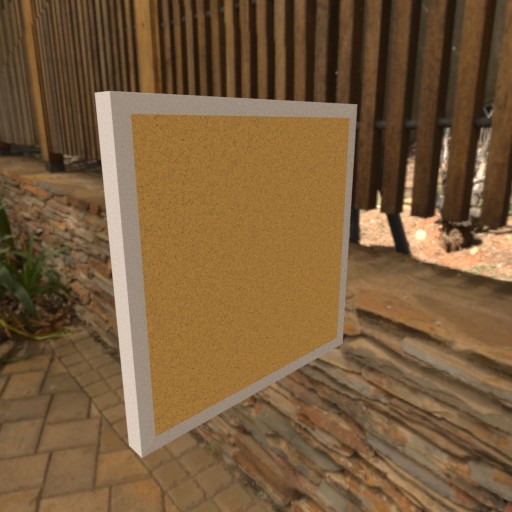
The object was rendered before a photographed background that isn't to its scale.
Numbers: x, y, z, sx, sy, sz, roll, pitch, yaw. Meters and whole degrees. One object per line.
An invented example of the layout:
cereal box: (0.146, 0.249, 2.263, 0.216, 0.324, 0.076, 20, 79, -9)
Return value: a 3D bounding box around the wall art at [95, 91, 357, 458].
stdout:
wall art: (0.000, 0.000, 1.942, 1.289, 1.291, 0.098, -16, 23, -42)
